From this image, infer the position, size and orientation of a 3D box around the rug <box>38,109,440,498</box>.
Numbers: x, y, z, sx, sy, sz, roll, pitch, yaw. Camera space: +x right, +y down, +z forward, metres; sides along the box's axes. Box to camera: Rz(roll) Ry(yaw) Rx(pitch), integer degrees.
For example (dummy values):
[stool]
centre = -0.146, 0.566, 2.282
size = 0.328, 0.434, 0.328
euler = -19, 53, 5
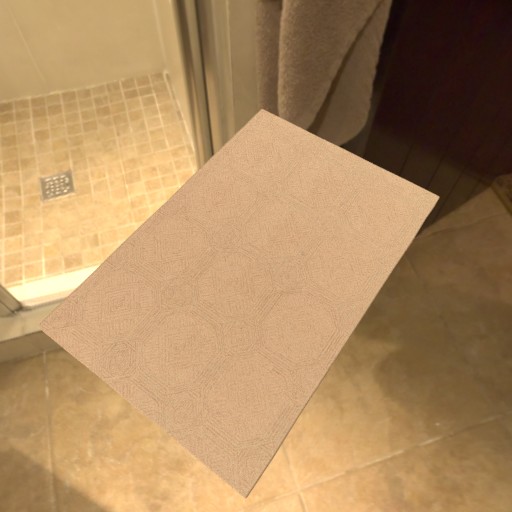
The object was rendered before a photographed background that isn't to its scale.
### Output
[rug]
centre = 0.000, 0.000, 2.294
size = 1.236, 0.009, 1.839
euler = 32, 64, 17
